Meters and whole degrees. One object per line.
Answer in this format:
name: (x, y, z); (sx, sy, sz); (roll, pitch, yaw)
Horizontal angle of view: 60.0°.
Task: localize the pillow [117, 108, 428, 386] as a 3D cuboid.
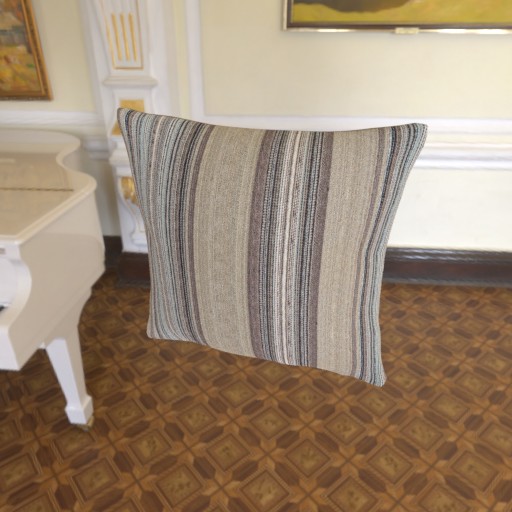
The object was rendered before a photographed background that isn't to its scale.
pillow: (0.000, 0.000, 0.676); (0.435, 0.416, 0.189); (8, 28, 16)
